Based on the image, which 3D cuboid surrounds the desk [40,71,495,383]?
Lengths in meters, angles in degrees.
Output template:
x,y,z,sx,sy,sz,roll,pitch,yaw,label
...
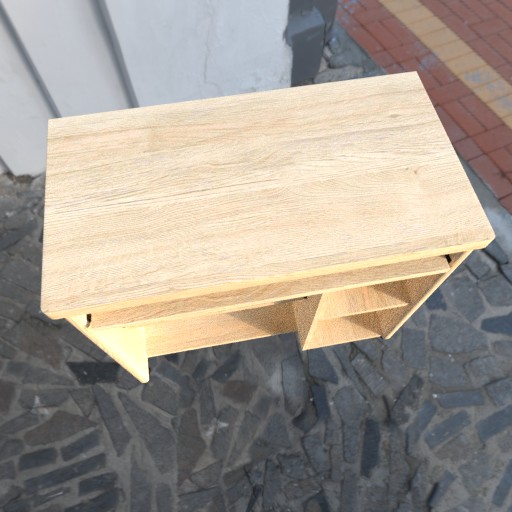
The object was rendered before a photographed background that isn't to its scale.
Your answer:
x,y,z,sx,sy,sz,roll,pitch,yaw,label
0.000,0.000,1.290,0.885,0.770,0.480,-9,64,-5,desk
